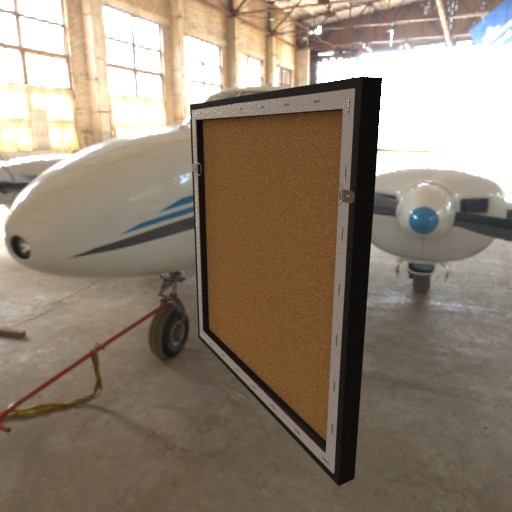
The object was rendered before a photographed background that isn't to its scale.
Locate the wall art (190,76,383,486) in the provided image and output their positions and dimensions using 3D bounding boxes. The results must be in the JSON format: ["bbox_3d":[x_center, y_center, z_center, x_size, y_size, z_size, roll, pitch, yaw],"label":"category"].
[{"bbox_3d":[0.000,0.000,1.108,0.044,0.758,0.758,-8,17,-27],"label":"wall art"}]
